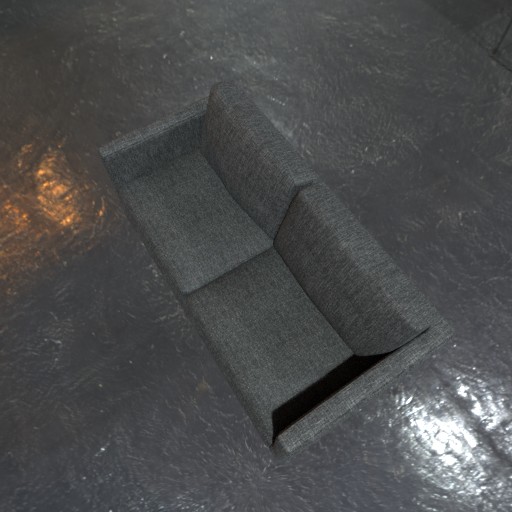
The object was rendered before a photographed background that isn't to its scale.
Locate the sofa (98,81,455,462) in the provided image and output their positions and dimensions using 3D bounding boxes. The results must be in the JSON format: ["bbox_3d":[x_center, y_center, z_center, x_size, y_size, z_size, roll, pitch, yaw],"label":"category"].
[{"bbox_3d":[0.000,0.000,2.442,0.950,0.963,1.884,-30,67,-14],"label":"sofa"}]
